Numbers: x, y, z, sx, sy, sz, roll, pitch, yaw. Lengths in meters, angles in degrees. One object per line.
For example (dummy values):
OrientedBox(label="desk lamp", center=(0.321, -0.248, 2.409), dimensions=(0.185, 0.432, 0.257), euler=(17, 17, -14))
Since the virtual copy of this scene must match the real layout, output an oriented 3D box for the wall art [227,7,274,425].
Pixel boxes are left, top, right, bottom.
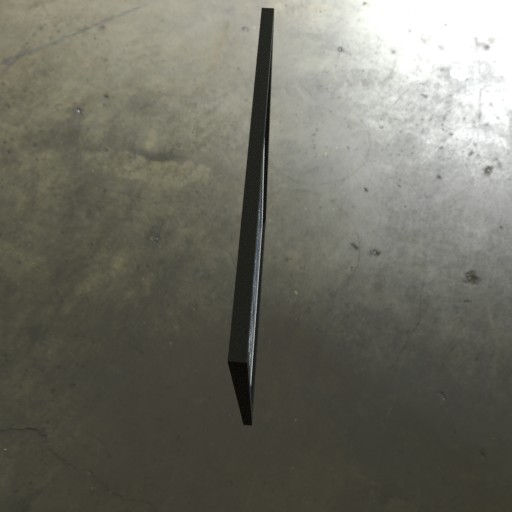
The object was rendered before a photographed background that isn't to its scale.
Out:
OrientedBox(label="wall art", center=(0.000, 0.000, 1.165), dimensions=(0.028, 0.863, 0.755), euler=(4, 64, 2))
